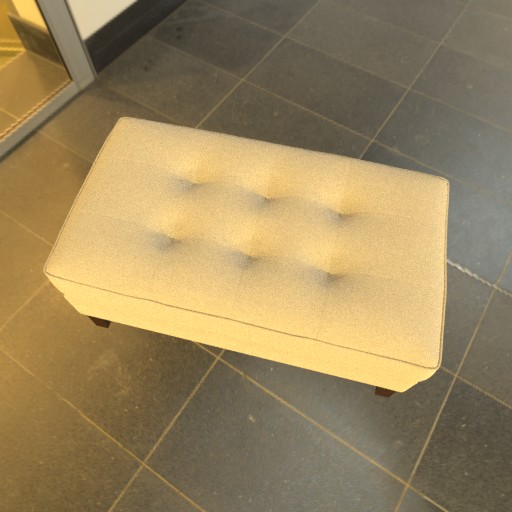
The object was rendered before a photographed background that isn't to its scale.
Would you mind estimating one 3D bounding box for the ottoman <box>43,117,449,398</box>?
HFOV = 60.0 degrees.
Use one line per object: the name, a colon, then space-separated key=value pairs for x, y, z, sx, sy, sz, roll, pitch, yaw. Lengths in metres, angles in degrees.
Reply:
ottoman: x=0.000 y=0.000 z=1.510 sx=1.143 sy=0.508 sz=0.648 roll=12 pitch=63 yaw=7
